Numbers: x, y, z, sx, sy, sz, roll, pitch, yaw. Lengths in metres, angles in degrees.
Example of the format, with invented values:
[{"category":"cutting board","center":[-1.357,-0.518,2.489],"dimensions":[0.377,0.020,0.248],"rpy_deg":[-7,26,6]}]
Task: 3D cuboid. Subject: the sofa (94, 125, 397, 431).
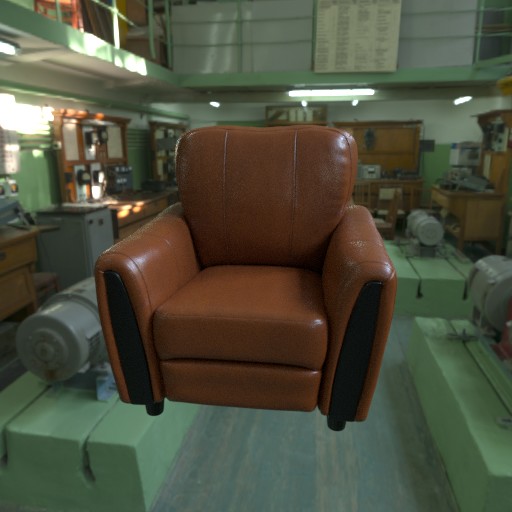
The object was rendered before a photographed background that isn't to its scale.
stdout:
[{"category":"sofa","center":[0.000,0.000,1.515],"dimensions":[0.836,0.876,0.789],"rpy_deg":[2,14,7]}]
